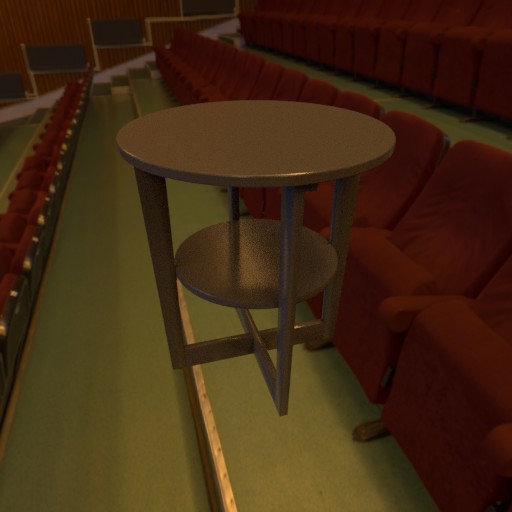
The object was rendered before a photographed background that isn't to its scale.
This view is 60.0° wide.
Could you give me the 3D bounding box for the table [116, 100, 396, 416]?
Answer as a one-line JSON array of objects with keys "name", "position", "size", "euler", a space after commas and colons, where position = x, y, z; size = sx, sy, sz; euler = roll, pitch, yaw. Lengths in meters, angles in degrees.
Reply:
[{"name": "table", "position": [0.000, 0.000, 0.960], "size": [0.500, 0.550, 0.500], "euler": [0, 31, 0]}]
